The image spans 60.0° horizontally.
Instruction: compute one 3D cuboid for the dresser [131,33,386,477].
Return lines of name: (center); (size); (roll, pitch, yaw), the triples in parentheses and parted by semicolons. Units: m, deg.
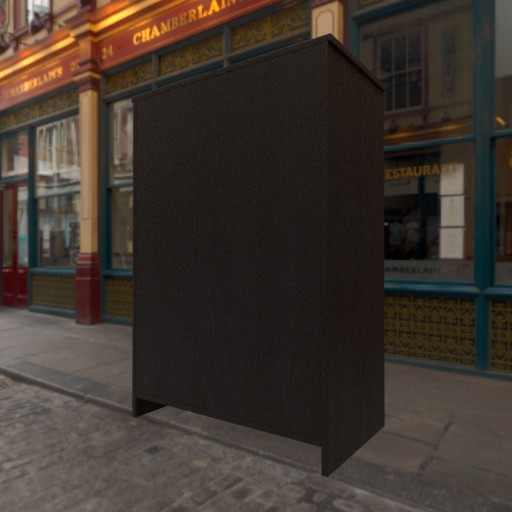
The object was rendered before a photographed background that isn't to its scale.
dresser: (0.000, 0.000, 1.378); (0.700, 1.020, 0.398); (0, -1, 35)
